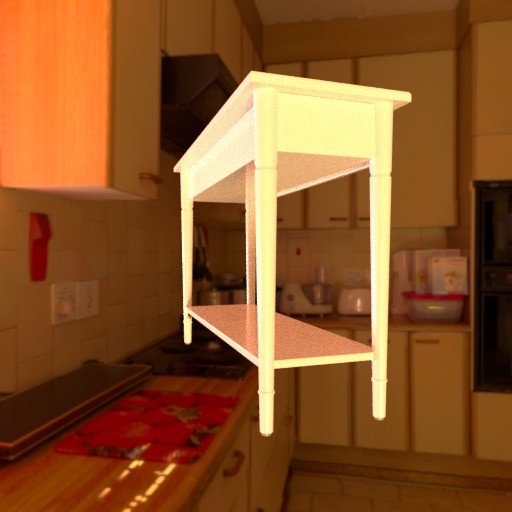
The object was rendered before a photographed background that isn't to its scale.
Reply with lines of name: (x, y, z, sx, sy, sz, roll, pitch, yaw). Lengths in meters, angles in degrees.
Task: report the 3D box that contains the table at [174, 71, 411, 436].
table: (0.000, 0.000, 1.448, 0.381, 0.749, 1.067, 0, 1, -19)
